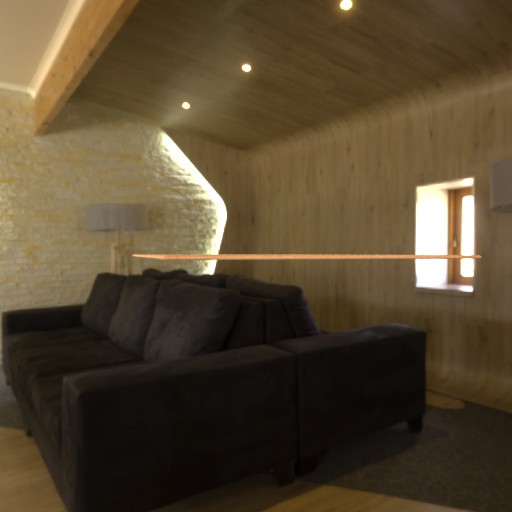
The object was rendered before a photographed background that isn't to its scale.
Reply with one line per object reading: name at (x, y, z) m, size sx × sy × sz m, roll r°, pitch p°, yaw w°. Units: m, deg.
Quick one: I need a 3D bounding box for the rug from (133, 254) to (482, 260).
rug at (0.000, 0.000, 2.130) m, size 1.078 × 0.013 × 1.678 m, roll 0°, pitch 0°, yaw -18°
